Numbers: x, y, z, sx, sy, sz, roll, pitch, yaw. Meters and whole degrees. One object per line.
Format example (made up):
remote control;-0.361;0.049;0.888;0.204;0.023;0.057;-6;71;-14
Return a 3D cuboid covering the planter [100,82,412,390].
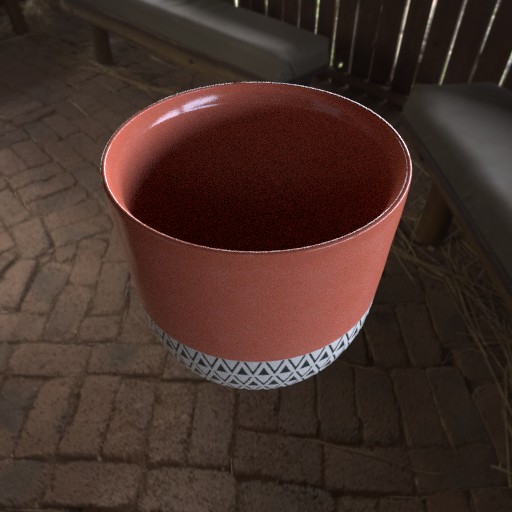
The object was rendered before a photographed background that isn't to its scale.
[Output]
planter;0.000;0.000;0.483;0.266;0.270;0.266;0;45;0
